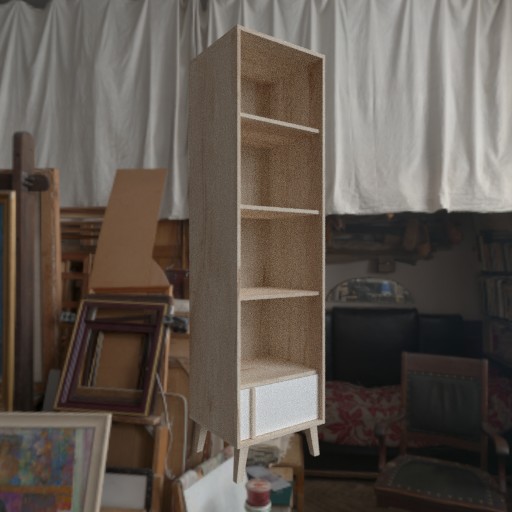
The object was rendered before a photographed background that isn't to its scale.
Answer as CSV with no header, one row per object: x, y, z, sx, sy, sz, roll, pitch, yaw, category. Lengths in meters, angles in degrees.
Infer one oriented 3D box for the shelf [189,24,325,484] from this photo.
0.000,0.000,2.206,0.510,1.960,0.450,0,0,-35,shelf
